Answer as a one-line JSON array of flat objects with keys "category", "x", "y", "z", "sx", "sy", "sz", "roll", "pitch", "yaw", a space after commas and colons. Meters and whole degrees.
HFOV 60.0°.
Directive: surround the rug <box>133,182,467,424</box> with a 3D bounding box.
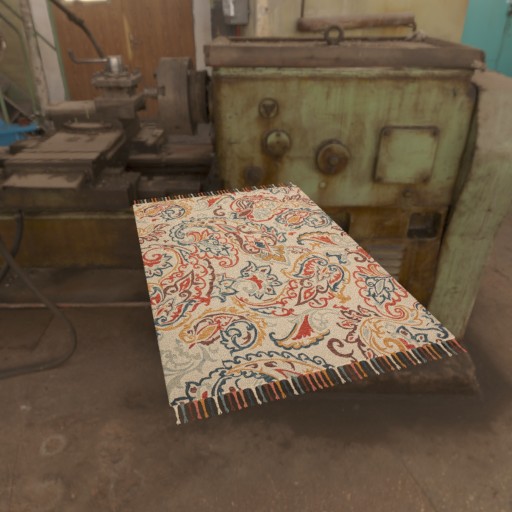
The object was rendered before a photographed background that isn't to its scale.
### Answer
[{"category": "rug", "x": 0.000, "y": 0.000, "z": 2.489, "sx": 1.218, "sy": 0.010, "sz": 1.997, "roll": -9, "pitch": 32, "yaw": -15}]
